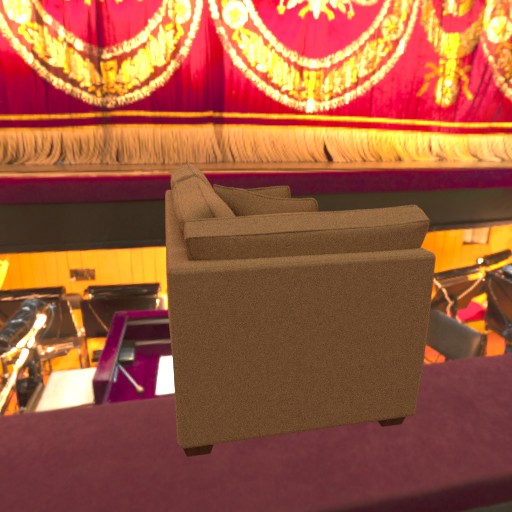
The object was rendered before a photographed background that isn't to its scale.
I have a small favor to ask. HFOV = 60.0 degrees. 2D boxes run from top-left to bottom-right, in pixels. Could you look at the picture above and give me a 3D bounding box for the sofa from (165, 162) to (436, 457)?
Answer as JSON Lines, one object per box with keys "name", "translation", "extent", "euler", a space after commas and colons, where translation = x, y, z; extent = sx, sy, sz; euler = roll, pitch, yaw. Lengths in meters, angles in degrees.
{"name": "sofa", "translation": [0.000, 0.000, 2.790], "extent": [1.110, 1.033, 2.237], "euler": [-3, 17, -11]}
